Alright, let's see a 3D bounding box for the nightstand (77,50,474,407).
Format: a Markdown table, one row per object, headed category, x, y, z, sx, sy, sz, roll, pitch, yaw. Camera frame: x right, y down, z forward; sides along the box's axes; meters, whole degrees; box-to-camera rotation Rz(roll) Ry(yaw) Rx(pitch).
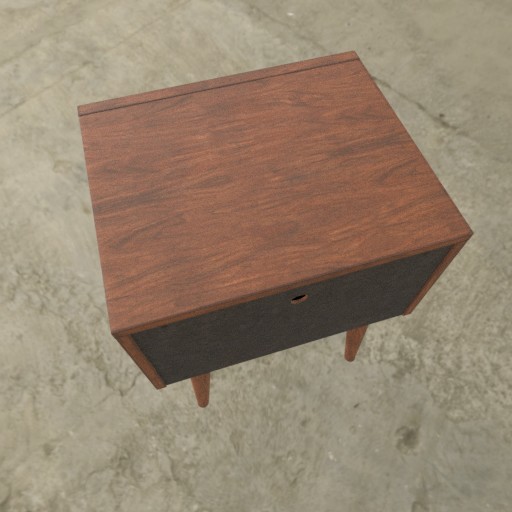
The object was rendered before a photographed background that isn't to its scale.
| category | x | y | z | sx | sy | sz | roll | pitch | yaw |
| --- | --- | --- | --- | --- | --- | --- | --- | --- | --- |
| nightstand | 0.000 | 0.000 | 0.967 | 0.521 | 0.607 | 0.445 | -15 | 61 | -8 |
